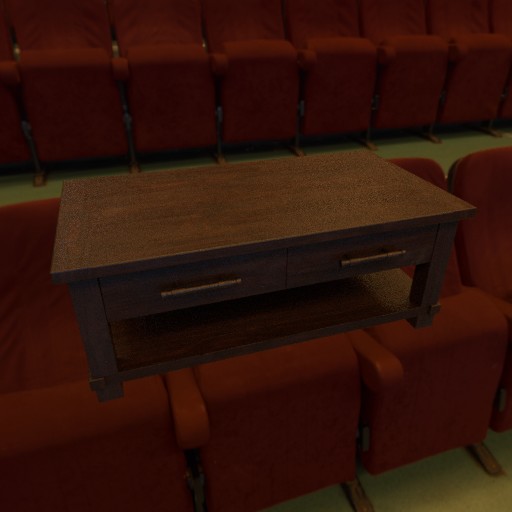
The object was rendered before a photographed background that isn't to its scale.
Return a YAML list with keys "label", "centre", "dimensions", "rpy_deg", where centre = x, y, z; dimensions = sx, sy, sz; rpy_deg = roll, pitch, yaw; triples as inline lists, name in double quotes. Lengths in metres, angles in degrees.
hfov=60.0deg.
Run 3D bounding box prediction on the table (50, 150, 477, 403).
- label: "table"
  centre: [0.000, 0.000, 1.640]
  dimensions: [1.270, 0.494, 0.700]
  rpy_deg: [-9, 31, -16]
